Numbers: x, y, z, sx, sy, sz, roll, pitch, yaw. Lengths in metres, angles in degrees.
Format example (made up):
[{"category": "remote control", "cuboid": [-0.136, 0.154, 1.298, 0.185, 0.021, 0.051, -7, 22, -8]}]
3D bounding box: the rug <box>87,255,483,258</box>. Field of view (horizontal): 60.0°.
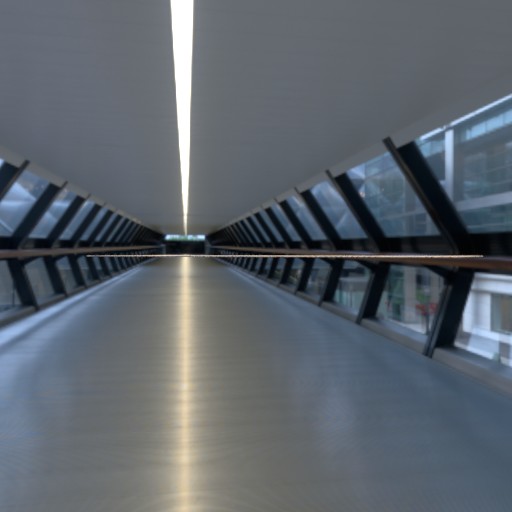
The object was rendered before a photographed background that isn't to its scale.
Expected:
[{"category": "rug", "cuboid": [0.000, 0.000, 2.767, 2.443, 0.009, 0.771, 0, 0, 35]}]
